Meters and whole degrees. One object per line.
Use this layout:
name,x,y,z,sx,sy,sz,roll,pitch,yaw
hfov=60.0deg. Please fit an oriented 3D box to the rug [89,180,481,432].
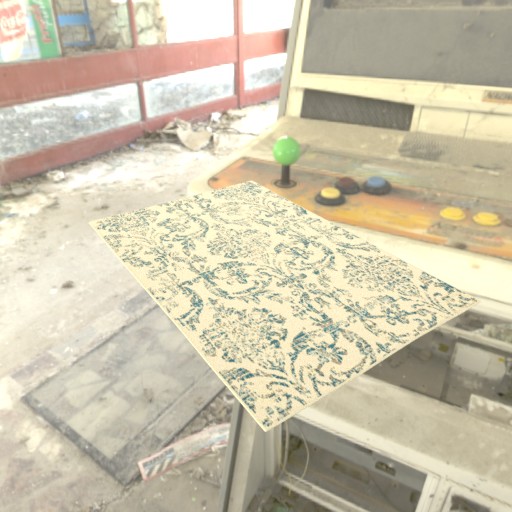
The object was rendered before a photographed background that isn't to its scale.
rug,0.000,0.000,2.356,1.213,0.012,1.831,-20,36,-30
